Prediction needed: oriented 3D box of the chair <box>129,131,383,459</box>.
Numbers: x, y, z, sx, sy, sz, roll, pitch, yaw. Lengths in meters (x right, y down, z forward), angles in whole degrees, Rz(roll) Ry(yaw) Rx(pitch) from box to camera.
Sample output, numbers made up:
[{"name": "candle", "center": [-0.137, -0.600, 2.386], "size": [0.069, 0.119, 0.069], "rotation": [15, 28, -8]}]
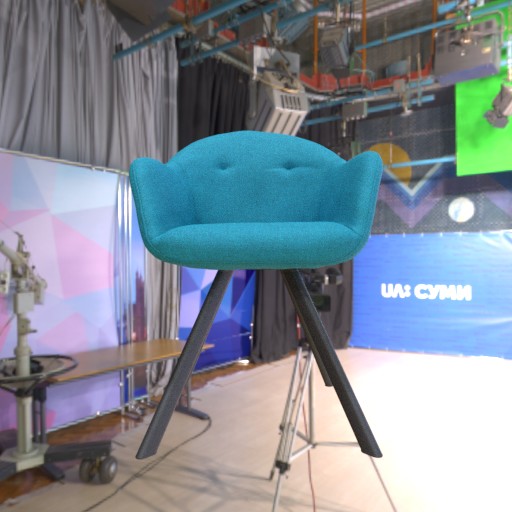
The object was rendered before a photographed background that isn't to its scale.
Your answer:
[{"name": "chair", "center": [0.000, 0.000, 1.133], "size": [0.545, 0.775, 0.565], "rotation": [0, 1, -1]}]
